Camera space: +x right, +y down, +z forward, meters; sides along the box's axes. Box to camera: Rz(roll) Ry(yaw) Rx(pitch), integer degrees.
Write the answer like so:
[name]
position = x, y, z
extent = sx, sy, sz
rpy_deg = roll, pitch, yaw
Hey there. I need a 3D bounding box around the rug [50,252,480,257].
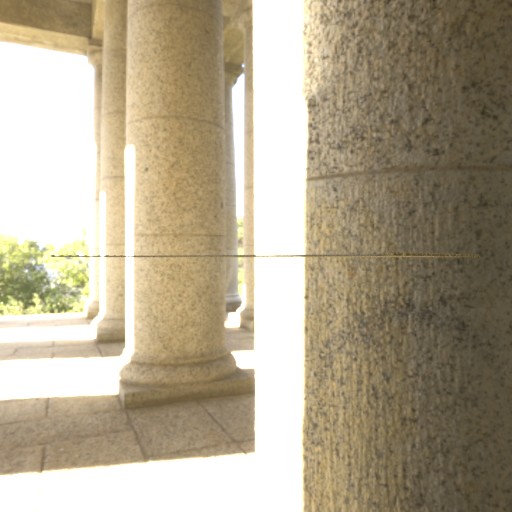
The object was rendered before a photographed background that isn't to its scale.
[rug]
position = 0.000, 0.000, 2.237
extent = 1.875, 0.013, 1.162
rpy_deg = 0, 0, 37
